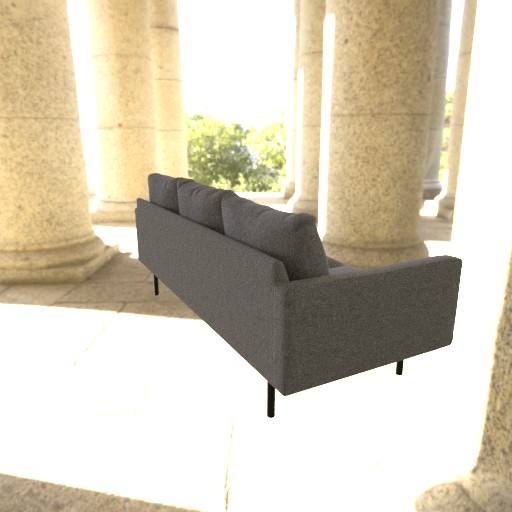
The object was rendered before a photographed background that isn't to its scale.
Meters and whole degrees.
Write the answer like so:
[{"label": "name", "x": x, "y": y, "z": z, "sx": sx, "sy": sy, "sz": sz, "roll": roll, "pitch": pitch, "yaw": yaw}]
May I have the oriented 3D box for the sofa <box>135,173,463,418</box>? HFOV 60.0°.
[{"label": "sofa", "x": 0.000, "y": 0.000, "z": 2.455, "sx": 0.850, "sy": 0.830, "sz": 2.000, "roll": -8, "pitch": 17, "yaw": -27}]
